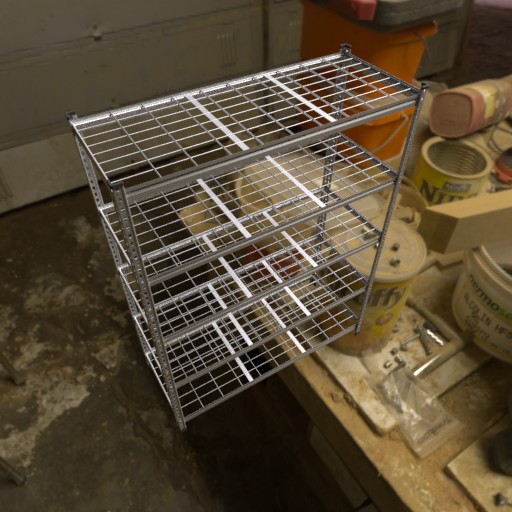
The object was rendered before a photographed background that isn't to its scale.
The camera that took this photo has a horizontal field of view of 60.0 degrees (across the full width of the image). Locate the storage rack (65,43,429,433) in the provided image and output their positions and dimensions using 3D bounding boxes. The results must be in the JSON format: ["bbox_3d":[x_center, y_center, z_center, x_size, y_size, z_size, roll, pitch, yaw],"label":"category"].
[{"bbox_3d":[0.000,0.000,2.664,1.524,1.981,0.610,-23,50,-21],"label":"storage rack"}]
